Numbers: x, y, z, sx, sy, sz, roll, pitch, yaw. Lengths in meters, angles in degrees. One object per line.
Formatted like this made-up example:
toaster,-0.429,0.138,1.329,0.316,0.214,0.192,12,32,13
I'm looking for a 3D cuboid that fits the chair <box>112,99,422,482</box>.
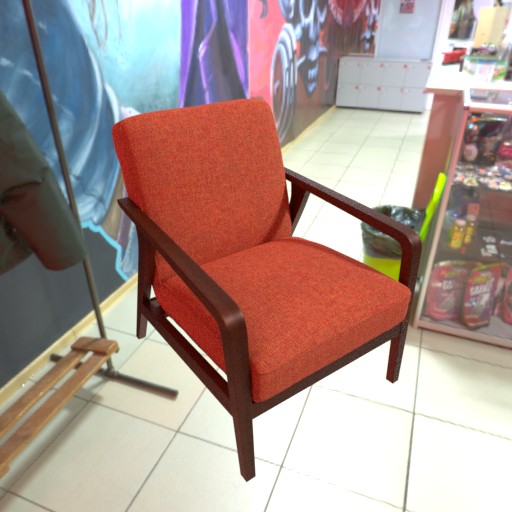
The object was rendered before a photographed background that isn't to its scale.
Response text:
chair,0.000,0.000,1.509,0.719,0.890,0.860,-20,35,-31
